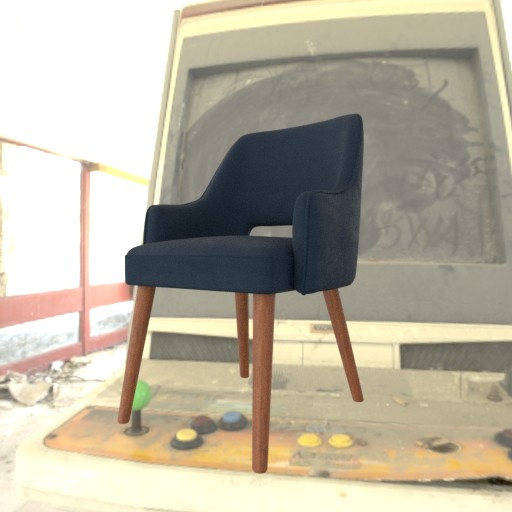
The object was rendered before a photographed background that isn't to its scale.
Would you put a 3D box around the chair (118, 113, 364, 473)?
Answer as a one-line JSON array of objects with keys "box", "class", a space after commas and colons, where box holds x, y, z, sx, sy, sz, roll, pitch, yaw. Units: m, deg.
[{"box": [0.000, 0.000, 1.227, 0.559, 0.844, 0.591, 0, 1, 36], "class": "chair"}]
